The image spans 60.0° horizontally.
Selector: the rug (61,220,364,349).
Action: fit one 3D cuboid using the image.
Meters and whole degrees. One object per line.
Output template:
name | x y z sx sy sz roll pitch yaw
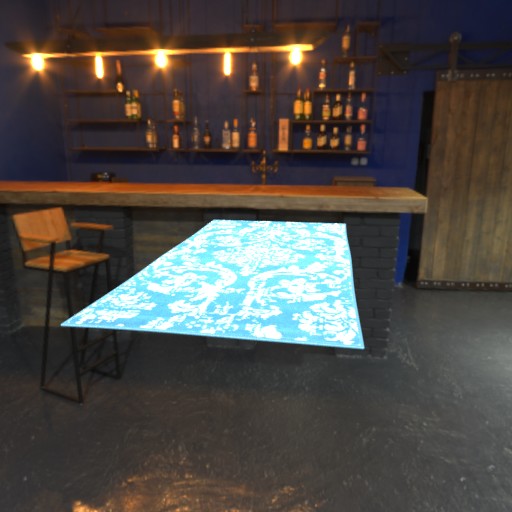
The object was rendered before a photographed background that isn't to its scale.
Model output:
rug | 0.000 0.000 1.431 0.604 0.007 1.219 2 15 9
